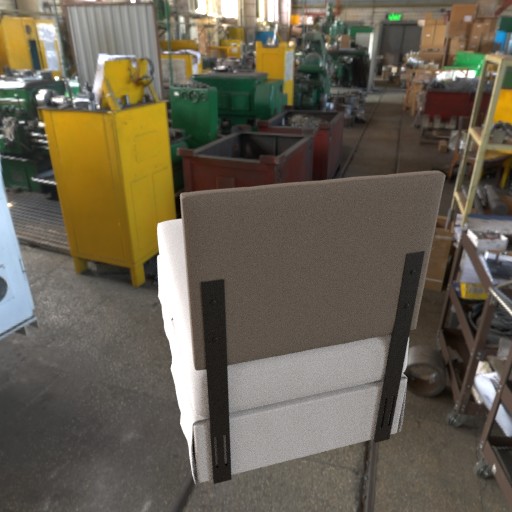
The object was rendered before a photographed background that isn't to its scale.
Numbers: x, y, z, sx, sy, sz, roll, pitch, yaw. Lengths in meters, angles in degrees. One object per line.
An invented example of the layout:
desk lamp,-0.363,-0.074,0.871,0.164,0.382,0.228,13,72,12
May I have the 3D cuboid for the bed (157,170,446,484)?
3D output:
bed,0.000,0.000,2.939,1.261,1.571,1.997,-7,27,-14
